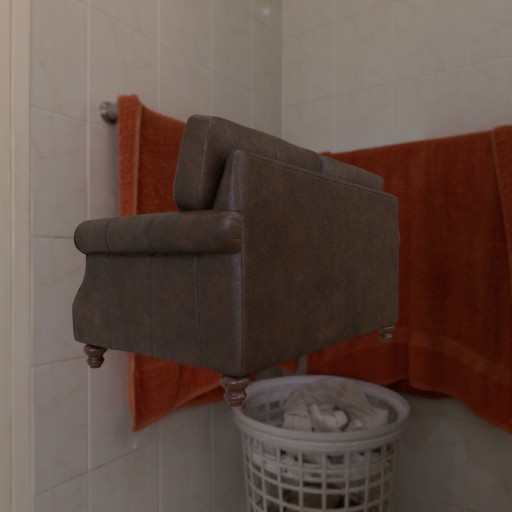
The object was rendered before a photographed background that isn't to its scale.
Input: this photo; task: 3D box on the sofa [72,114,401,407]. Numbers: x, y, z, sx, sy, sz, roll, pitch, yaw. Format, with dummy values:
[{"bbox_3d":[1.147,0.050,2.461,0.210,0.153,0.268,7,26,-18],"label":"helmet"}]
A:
[{"bbox_3d":[0.000,0.000,2.252,0.990,0.976,1.616,0,0,37],"label":"sofa"}]
